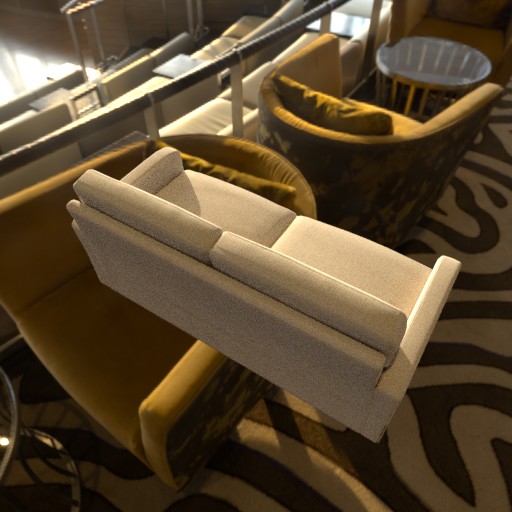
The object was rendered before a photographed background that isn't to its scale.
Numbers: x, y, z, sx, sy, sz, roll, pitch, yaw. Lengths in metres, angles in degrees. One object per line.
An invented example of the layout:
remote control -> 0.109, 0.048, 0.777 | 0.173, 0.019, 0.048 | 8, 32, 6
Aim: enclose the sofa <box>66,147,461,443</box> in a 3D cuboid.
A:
sofa -> 0.000, 0.000, 2.279 | 1.808, 0.831, 0.894 | 25, 51, 22
